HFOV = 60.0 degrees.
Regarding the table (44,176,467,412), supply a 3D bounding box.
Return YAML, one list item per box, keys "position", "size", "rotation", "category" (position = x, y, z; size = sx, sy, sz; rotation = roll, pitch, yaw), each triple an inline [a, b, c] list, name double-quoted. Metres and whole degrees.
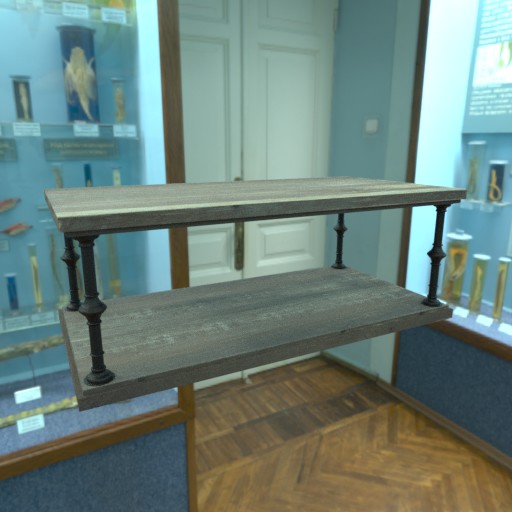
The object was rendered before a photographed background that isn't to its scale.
- position: [0.000, 0.000, 1.327]
  size: [1.088, 0.399, 0.554]
  rotation: [-7, 16, -26]
  category: "table"
